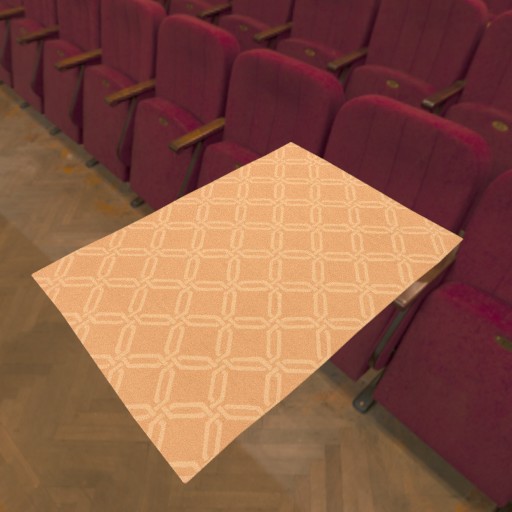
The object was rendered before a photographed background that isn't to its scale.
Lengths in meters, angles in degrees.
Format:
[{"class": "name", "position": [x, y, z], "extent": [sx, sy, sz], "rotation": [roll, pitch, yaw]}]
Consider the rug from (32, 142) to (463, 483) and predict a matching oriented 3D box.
[{"class": "rug", "position": [0.000, 0.000, 2.651], "extent": [2.135, 0.013, 1.524], "rotation": [-33, 54, -28]}]
